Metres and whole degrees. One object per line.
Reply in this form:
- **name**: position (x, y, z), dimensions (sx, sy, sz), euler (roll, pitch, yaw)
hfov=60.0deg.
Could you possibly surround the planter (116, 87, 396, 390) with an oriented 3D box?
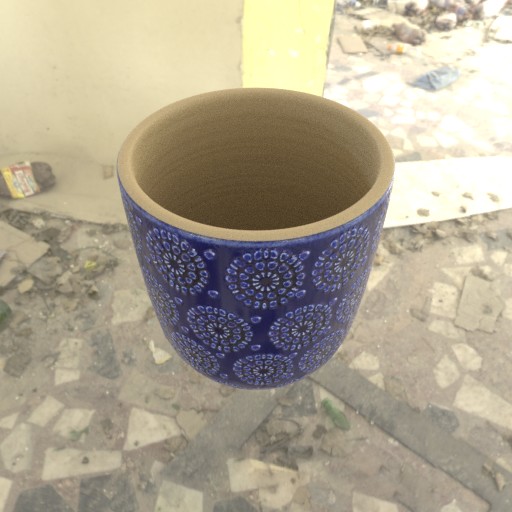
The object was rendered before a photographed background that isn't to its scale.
- **planter**: position (0.000, 0.000, 0.366), dimensions (0.184, 0.206, 0.184), euler (0, 45, 0)
